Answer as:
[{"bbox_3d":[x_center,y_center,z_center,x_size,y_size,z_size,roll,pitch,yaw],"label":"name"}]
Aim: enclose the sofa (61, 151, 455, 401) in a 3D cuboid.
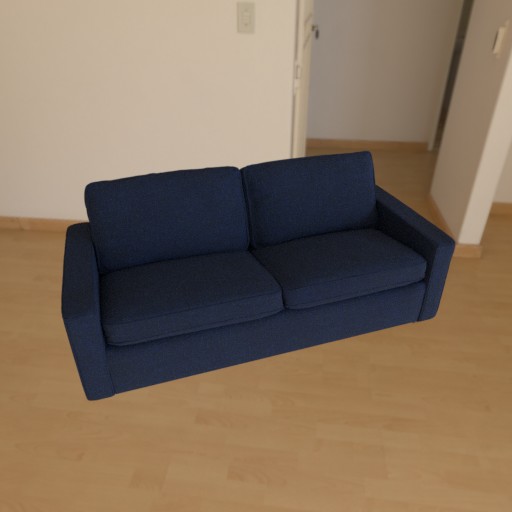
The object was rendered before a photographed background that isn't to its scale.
[{"bbox_3d":[0.000,0.000,2.601,2.080,0.919,0.940,-10,34,-15],"label":"sofa"}]
